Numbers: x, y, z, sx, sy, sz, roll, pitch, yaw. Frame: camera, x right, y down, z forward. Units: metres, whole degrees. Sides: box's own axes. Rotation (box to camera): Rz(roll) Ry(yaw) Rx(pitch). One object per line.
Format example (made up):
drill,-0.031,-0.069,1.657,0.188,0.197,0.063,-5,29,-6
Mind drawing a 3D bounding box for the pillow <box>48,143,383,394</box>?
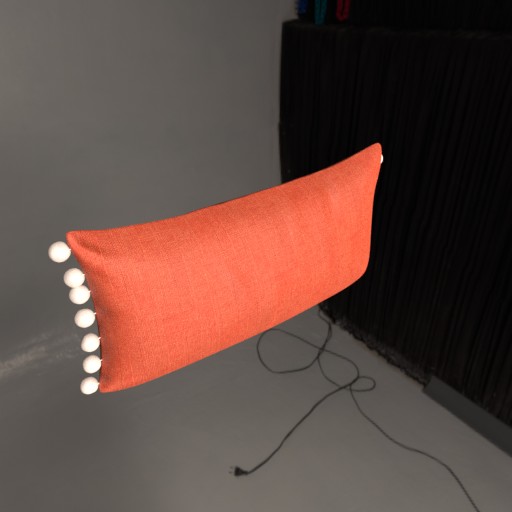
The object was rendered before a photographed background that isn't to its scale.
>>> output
pillow,0.000,0.000,0.841,0.709,0.322,0.201,-21,36,-31
